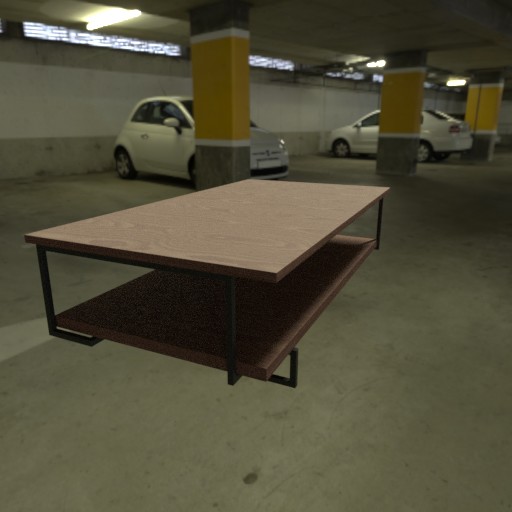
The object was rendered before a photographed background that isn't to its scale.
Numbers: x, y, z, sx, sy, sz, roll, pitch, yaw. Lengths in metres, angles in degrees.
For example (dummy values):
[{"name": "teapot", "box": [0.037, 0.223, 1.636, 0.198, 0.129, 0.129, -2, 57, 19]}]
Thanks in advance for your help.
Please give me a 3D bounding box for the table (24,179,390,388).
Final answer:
[{"name": "table", "box": [0.000, 0.000, 1.485, 0.651, 0.347, 1.197, 8, 18, 24]}]
